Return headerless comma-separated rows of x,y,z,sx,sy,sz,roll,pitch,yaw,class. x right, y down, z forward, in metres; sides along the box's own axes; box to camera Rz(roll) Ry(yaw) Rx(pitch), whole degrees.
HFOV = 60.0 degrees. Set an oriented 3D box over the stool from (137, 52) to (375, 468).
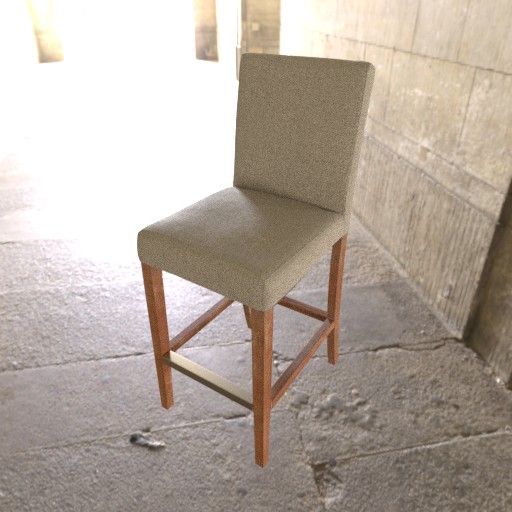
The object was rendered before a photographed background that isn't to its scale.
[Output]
0.000,0.000,1.366,0.439,1.088,0.570,19,35,29,stool
